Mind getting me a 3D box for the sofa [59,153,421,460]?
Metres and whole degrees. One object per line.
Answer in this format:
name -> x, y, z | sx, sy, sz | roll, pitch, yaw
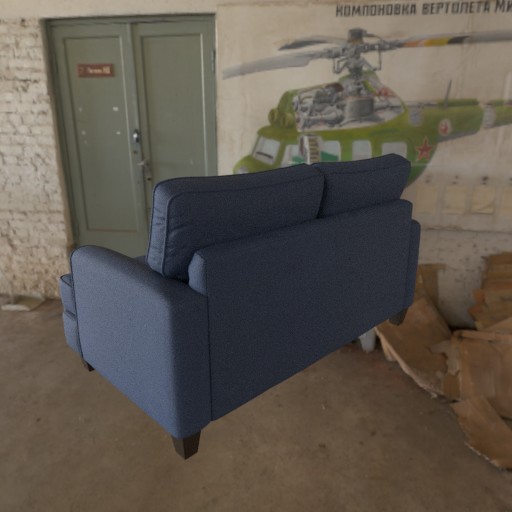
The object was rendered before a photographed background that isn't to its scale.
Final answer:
sofa -> 0.000, 0.000, 2.215 | 1.651, 0.965, 0.965 | -16, 24, -42
